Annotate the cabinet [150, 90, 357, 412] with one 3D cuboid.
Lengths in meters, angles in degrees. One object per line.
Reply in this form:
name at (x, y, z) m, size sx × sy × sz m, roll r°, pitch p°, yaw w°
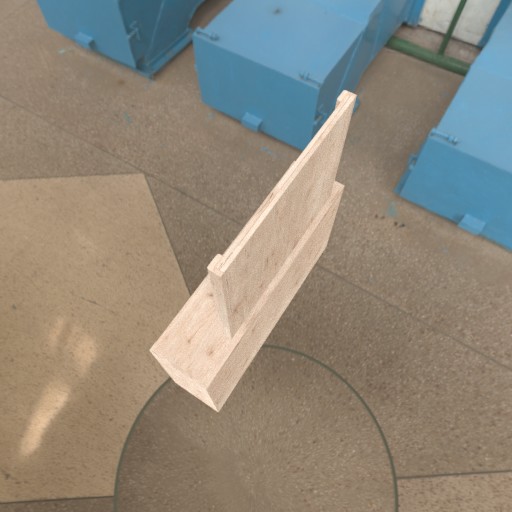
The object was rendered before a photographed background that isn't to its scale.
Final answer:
cabinet at (0.000, 0.000, 2.857) m, size 0.420 × 1.981 × 1.700 m, roll 30°, pitch 67°, yaw 14°
